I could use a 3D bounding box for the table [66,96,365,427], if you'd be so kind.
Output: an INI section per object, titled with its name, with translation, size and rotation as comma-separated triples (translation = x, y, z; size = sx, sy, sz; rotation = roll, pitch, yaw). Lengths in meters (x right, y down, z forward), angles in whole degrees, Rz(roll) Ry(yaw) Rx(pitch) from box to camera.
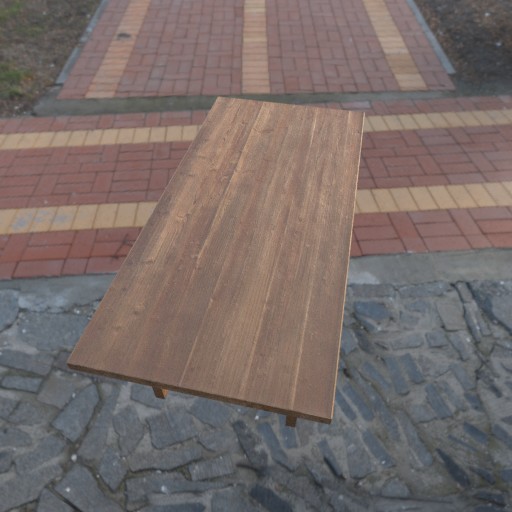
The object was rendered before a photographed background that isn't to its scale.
[table]
translation = 0.000, 0.000, 2.459
size = 0.952, 0.760, 2.003
rotation = 9, 48, 8
